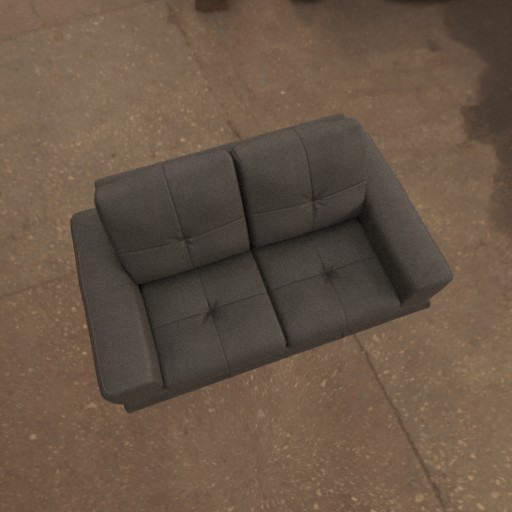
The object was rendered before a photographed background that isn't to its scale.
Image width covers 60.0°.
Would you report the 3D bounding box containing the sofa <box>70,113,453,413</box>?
[{"bbox_3d":[0.000,0.000,2.350,1.806,0.907,1.018,-17,65,-8],"label":"sofa"}]
